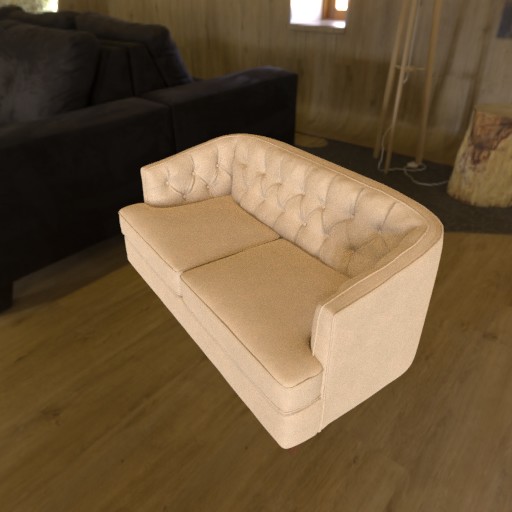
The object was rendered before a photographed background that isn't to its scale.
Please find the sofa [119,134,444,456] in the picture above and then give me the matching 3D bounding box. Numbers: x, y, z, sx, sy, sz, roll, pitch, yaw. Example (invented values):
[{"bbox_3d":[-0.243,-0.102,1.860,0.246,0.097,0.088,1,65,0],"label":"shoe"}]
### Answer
[{"bbox_3d":[0.000,0.000,2.359,0.940,0.878,1.731,-20,37,-29],"label":"sofa"}]
